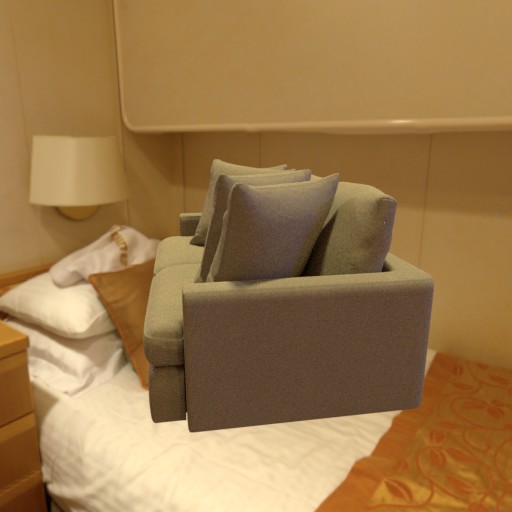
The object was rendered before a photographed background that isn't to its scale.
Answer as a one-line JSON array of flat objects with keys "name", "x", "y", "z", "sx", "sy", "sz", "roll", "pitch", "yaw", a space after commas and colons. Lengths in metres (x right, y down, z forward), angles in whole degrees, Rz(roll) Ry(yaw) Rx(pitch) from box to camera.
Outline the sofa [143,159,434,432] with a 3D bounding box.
[{"name": "sofa", "x": 0.000, "y": 0.000, "z": 2.649, "sx": 1.228, "sy": 1.080, "sz": 1.869, "roll": -3, "pitch": 15, "yaw": -9}]
